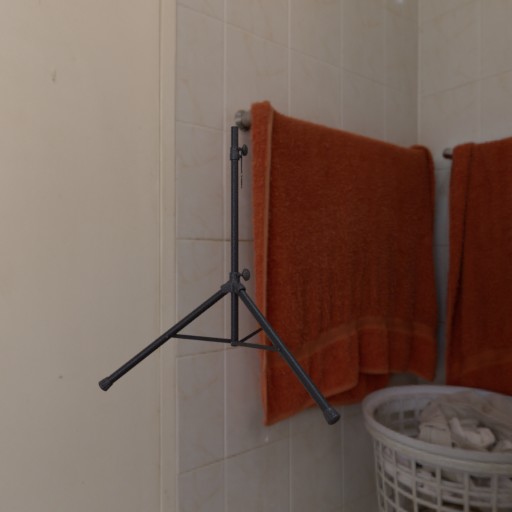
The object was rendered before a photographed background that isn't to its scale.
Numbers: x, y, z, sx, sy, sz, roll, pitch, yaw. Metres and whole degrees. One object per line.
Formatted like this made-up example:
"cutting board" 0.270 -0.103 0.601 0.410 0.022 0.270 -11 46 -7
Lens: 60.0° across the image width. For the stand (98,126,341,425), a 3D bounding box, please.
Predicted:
"stand" 0.000 0.000 1.832 1.045 1.136 0.907 0 0 -36
